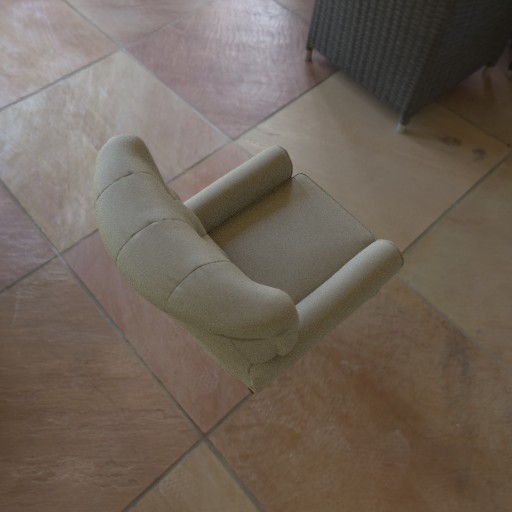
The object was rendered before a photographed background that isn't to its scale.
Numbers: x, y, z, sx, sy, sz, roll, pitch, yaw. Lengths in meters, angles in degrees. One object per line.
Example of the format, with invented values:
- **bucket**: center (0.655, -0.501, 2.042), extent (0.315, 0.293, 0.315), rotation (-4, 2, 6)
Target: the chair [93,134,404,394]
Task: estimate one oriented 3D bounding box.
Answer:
- **chair**: center (0.000, 0.000, 1.919), extent (1.059, 1.158, 0.943), rotation (-35, 66, -18)
